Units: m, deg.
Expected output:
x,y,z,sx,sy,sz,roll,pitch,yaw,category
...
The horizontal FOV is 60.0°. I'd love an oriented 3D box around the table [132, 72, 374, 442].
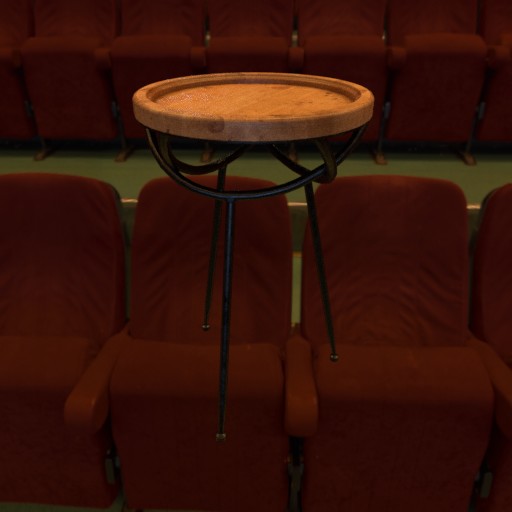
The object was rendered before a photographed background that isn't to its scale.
x,y,z,sx,sy,sz,roll,pitch,yaw,category
0.000,0.000,0.934,0.418,0.664,0.414,1,31,2,table
